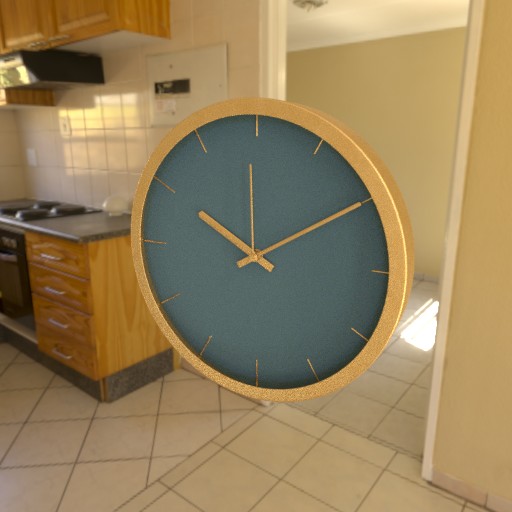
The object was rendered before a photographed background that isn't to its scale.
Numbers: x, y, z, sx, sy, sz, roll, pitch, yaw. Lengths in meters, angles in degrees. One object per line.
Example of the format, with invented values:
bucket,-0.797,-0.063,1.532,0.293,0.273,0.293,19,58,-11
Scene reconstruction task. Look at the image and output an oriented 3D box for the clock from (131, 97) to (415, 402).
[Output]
clock,0.000,0.000,0.467,0.314,0.314,0.040,8,16,27
